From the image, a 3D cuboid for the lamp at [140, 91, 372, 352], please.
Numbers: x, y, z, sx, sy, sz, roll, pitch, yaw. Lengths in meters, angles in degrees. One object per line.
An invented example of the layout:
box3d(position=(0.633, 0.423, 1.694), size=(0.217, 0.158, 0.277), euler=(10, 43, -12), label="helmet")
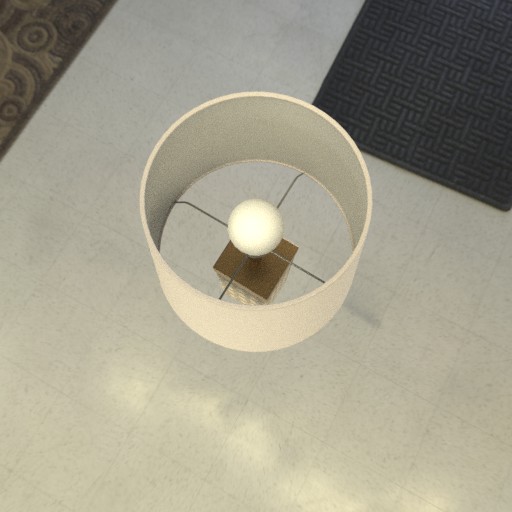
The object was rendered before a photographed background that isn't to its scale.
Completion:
box3d(position=(0.000, 0.000, 0.588), size=(0.251, 0.435, 0.251), euler=(0, 76, 0), label="lamp")
